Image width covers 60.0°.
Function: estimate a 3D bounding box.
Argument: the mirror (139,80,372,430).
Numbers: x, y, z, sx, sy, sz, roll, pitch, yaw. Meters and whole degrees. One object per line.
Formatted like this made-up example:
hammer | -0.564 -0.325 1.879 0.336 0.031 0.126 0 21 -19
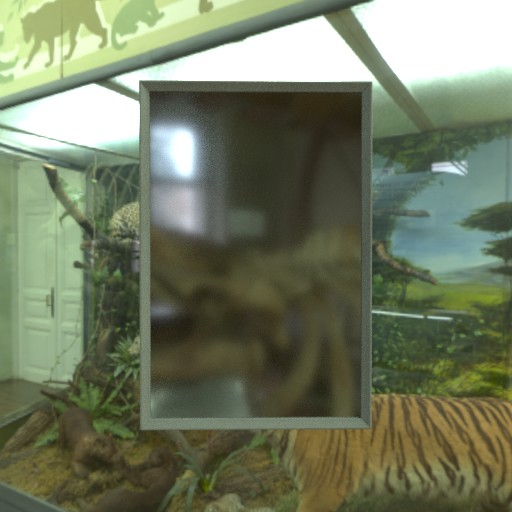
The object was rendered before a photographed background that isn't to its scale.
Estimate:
mirror | 0.000 0.000 1.181 0.609 0.915 0.041 0 1 -1
